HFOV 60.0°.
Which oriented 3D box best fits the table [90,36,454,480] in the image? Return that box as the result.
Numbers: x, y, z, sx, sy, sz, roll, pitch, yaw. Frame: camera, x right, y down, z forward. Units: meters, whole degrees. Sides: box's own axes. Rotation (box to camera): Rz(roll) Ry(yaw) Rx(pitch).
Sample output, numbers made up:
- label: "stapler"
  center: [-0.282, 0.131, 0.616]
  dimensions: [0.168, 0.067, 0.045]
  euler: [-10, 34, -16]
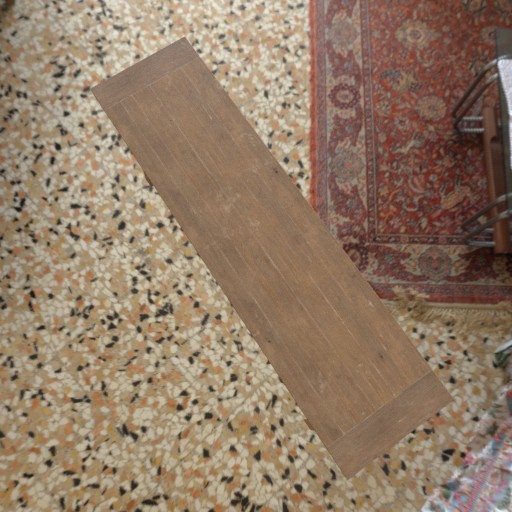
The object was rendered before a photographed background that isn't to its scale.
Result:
- label: "table"
  center: [0.000, 0.000, 2.092]
  dimensions: [0.465, 0.810, 1.800]
  euler: [-33, 78, -8]
